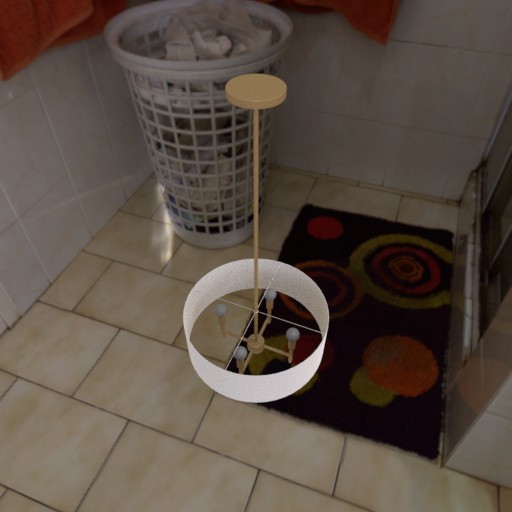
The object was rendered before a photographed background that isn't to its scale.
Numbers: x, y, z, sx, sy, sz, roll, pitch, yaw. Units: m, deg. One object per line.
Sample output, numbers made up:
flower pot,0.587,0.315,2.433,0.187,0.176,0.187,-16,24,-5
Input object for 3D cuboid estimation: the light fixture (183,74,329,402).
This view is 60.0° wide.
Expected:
light fixture,0.000,0.000,1.358,0.508,1.067,0.508,0,46,0
